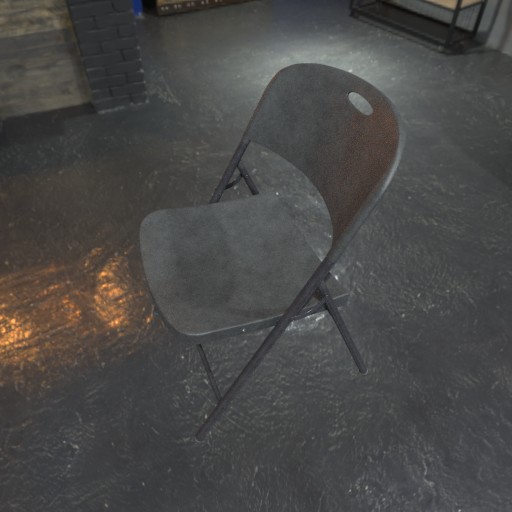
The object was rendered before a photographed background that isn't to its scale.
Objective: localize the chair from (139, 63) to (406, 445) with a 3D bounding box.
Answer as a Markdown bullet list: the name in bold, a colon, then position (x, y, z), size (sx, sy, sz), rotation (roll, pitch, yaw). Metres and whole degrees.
- **chair**: position (0.000, 0.000, 1.149), size (0.566, 0.810, 0.494), rotation (-17, 49, -15)
